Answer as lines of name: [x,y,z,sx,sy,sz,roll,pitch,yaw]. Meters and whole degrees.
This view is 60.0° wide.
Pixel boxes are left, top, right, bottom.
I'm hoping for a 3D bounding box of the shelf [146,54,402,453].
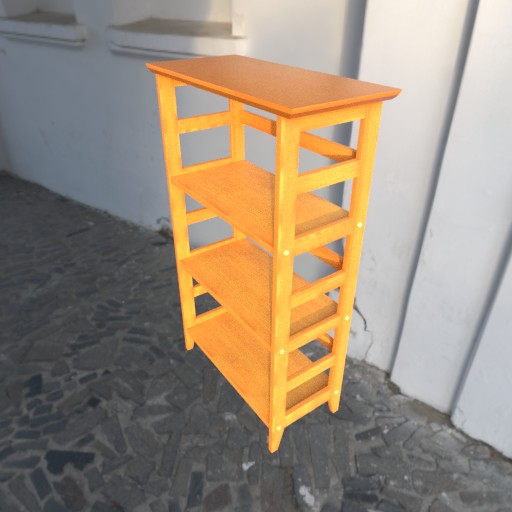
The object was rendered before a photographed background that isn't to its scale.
shelf: [0.000,0.000,1.387,0.305,1.067,0.660,-20,37,-29]
